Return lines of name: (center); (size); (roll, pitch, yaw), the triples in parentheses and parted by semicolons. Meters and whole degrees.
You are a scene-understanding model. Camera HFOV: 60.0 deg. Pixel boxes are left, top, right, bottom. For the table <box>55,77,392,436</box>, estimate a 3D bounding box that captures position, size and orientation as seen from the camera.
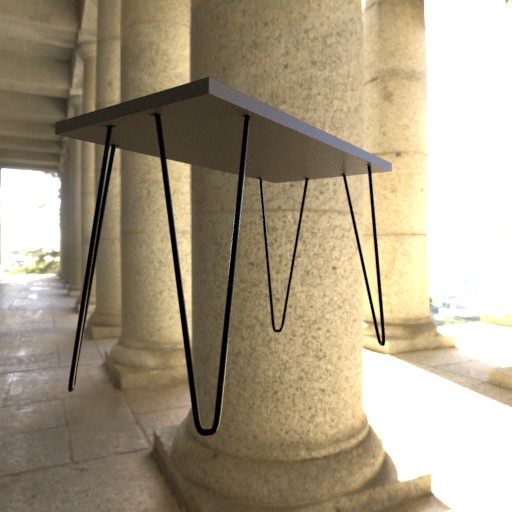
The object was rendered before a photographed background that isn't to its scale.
table: (0.000, 0.000, 1.346); (0.499, 0.660, 0.991); (1, 1, 35)
